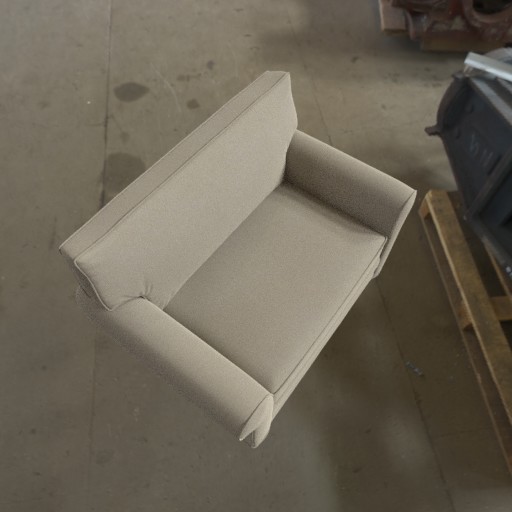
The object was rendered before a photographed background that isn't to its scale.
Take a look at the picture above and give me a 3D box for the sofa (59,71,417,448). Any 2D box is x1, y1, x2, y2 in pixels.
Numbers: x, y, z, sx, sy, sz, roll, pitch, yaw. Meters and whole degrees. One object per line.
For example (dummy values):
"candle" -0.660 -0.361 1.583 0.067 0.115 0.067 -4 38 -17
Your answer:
"sofa" 0.000 0.000 2.081 0.937 1.006 1.405 32 63 19
